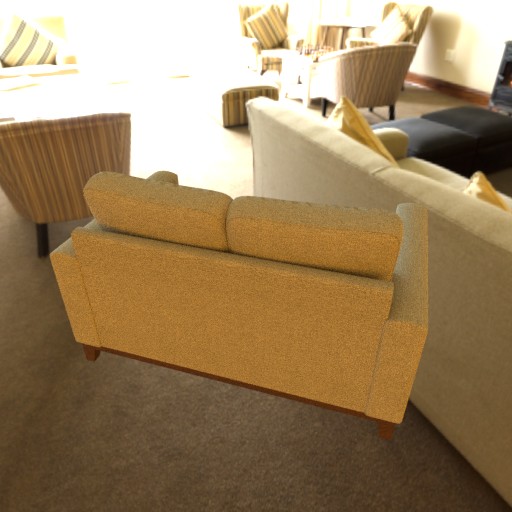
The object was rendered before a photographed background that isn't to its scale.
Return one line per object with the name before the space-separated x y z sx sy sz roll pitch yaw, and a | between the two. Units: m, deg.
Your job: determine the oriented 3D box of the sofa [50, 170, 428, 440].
sofa | 0.000 0.000 2.000 1.420 0.873 0.917 10 35 15
